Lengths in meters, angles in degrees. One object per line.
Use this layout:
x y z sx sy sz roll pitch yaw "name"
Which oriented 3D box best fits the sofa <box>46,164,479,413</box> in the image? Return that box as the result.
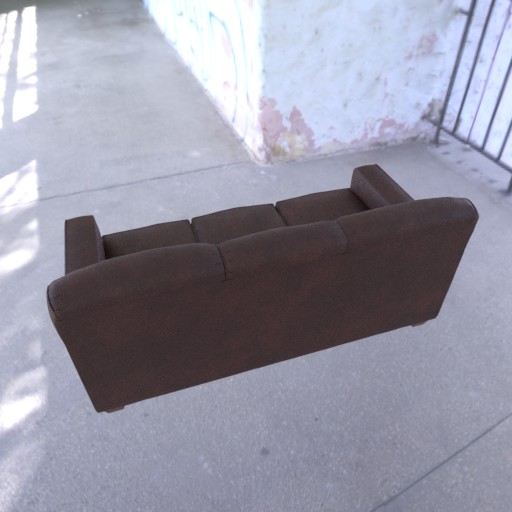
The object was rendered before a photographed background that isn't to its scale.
0.000 0.000 2.538 2.039 0.953 1.008 -12 43 -14 "sofa"
